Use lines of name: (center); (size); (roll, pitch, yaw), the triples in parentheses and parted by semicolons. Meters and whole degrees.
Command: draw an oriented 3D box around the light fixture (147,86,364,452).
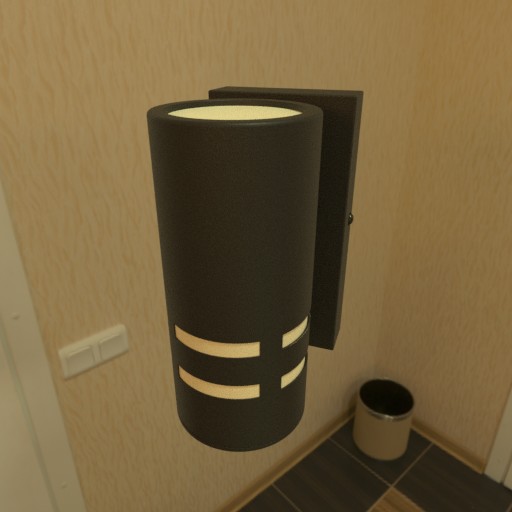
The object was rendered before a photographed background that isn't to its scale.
light fixture: (0.000, 0.000, 0.268); (0.098, 0.179, 0.138); (9, 27, 17)
